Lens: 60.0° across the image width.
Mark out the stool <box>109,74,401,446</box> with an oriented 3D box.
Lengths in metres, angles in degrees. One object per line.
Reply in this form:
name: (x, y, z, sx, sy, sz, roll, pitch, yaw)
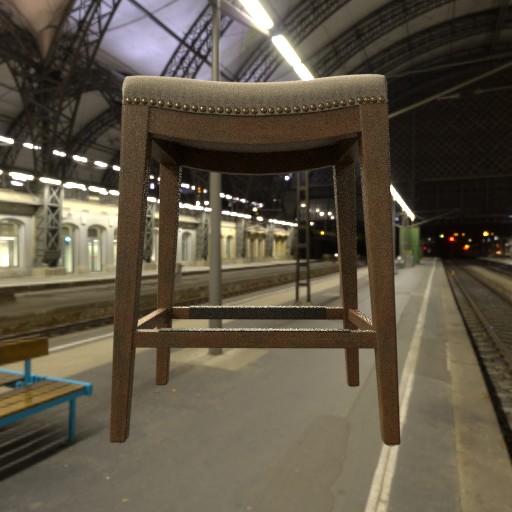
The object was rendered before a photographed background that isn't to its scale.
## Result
stool: (0.000, 0.000, 0.945, 0.508, 0.660, 0.356, 0, 1, 1)
